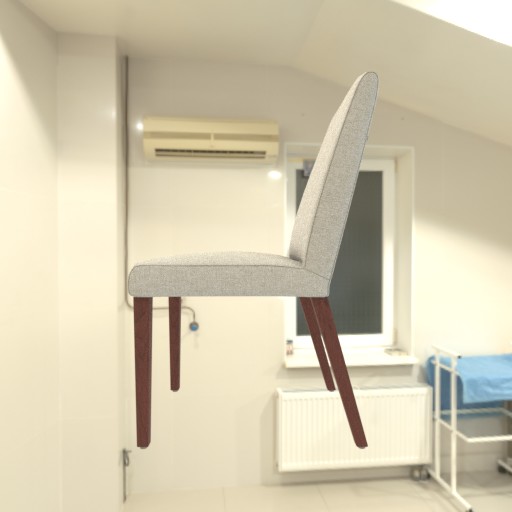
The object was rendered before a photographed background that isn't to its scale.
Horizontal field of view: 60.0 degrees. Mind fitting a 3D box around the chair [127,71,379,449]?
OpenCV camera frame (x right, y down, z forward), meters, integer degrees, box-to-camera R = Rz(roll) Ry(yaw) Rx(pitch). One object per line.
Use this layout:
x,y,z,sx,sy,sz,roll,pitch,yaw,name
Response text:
0.000,0.000,1.249,0.594,0.900,0.480,0,1,0,chair
